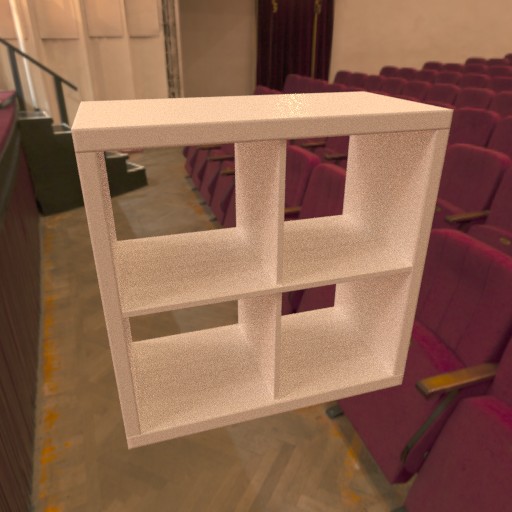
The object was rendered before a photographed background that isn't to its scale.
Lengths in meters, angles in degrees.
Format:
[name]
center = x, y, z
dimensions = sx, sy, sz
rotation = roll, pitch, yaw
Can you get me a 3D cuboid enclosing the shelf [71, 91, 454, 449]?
[shelf]
center = 0.000, 0.000, 1.212
dimensions = 0.790, 0.786, 0.390
rotation = -8, 27, -15
